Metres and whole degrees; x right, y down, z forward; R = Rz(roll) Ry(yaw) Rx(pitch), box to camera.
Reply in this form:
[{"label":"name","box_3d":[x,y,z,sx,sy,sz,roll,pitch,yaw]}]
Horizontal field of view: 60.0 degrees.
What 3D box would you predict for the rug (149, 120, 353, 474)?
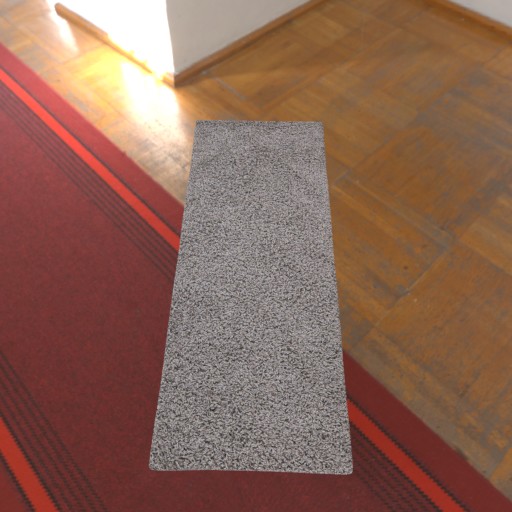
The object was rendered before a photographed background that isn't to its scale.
[{"label":"rug","box_3d":[0.000,0.000,1.725,0.609,0.030,1.524,1,58,1]}]
